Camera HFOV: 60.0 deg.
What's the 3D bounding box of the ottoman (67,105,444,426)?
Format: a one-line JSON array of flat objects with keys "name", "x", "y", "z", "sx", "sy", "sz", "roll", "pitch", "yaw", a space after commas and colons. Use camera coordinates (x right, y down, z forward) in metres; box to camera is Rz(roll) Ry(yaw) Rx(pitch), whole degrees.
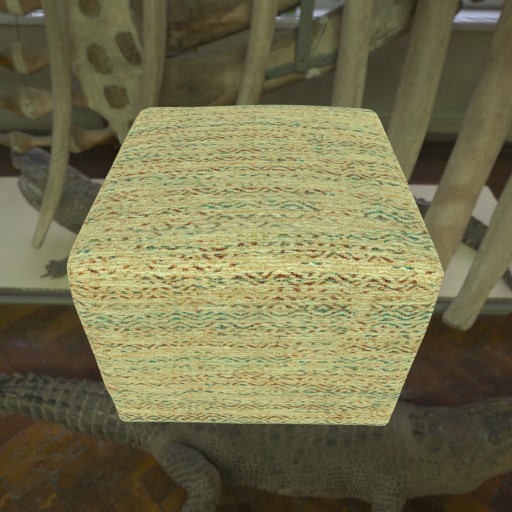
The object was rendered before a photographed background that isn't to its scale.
[{"name": "ottoman", "x": 0.000, "y": 0.000, "z": 0.886, "sx": 0.512, "sy": 0.453, "sz": 0.521, "roll": 1, "pitch": 42, "yaw": 1}]
